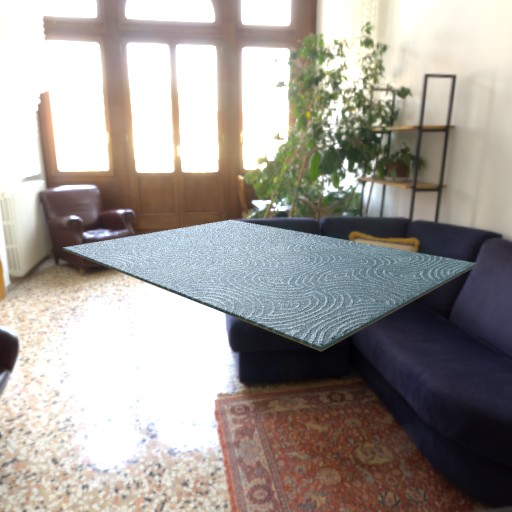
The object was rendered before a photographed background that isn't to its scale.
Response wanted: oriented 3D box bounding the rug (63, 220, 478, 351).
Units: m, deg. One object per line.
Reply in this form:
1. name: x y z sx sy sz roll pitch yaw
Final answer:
1. rug: 0.000 0.000 2.797 2.144 0.015 1.543 14 20 43
